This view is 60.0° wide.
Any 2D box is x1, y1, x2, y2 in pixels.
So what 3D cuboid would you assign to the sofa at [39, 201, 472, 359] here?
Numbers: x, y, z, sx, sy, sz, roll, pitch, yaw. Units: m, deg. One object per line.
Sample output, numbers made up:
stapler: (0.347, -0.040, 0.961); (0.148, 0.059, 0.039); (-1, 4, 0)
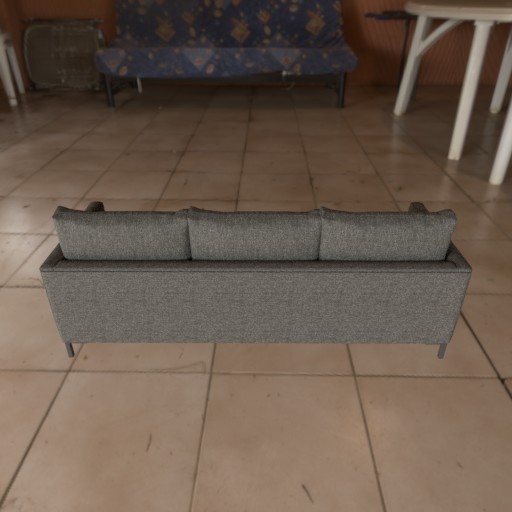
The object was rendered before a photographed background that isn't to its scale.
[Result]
sofa: (0.000, 0.000, 2.721); (2.253, 0.879, 0.876); (0, 31, 0)
